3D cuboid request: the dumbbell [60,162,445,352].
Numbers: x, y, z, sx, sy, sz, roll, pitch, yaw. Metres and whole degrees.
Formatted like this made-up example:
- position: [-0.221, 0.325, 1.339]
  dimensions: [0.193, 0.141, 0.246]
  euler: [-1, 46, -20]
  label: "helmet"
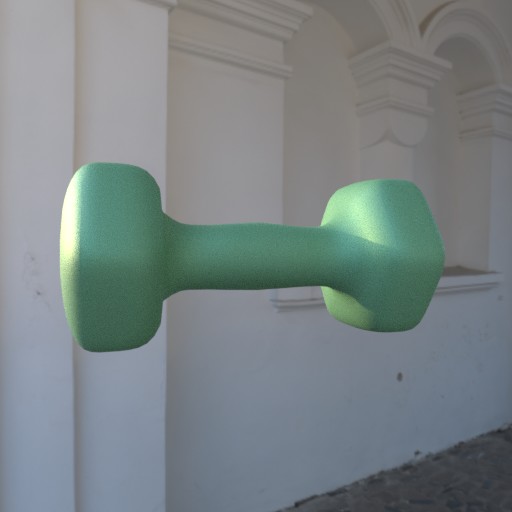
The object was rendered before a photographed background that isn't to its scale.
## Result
- position: [0.000, 0.000, 0.323]
  dimensions: [0.260, 0.117, 0.129]
  euler: [0, 1, -18]
  label: "dumbbell"
